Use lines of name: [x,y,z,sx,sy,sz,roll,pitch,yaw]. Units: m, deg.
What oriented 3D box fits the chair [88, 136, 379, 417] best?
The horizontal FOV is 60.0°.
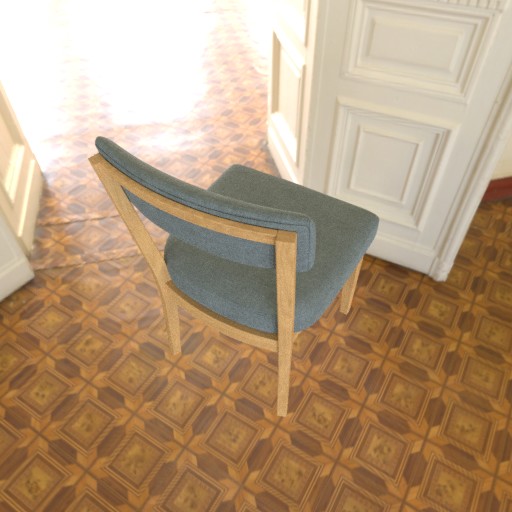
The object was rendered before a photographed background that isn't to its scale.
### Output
chair: [0.000,0.000,1.221,0.508,0.832,0.572,24,51,21]
